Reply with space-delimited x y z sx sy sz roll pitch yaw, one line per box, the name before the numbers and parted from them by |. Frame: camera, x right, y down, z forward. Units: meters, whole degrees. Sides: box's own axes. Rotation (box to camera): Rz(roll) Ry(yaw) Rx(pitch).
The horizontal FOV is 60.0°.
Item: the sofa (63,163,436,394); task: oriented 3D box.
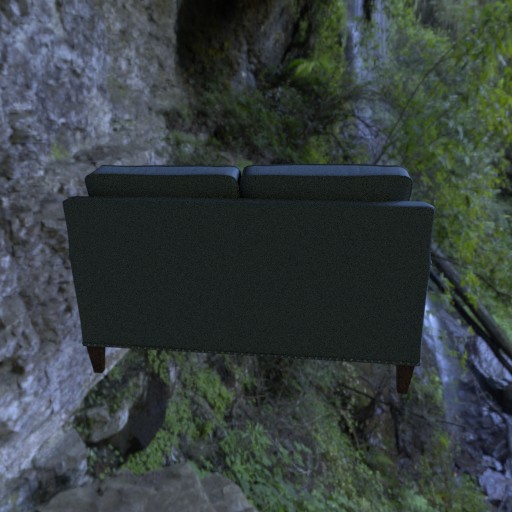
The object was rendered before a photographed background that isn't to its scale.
sofa | 0.000 0.000 2.353 1.597 1.003 1.084 2 15 7
